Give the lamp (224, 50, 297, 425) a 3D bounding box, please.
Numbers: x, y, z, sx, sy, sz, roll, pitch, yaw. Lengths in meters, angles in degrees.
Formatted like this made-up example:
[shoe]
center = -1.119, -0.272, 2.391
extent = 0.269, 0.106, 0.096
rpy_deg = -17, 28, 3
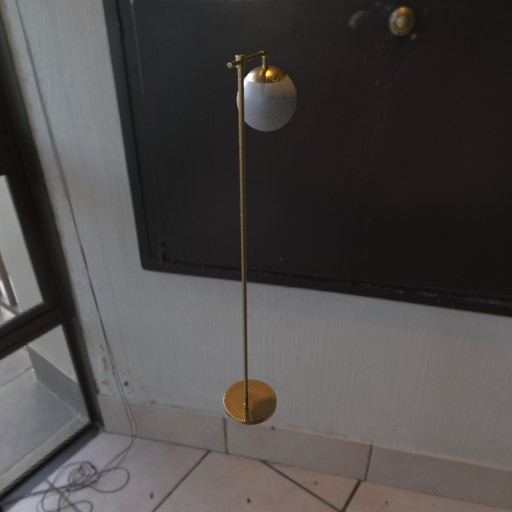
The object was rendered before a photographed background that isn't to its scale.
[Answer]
[lamp]
center = 0.000, 0.000, 1.781
extent = 0.249, 1.505, 0.476
rpy_deg = 9, 32, 15
